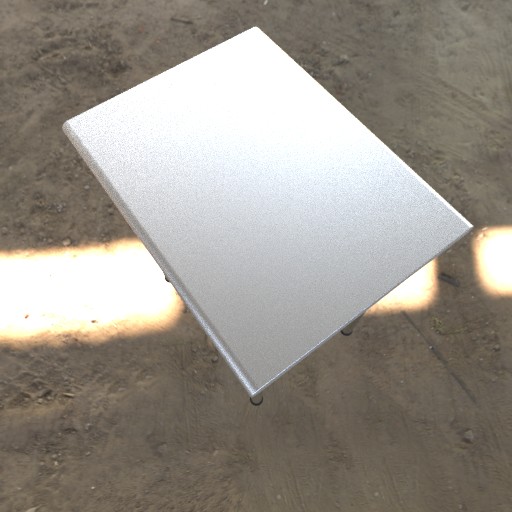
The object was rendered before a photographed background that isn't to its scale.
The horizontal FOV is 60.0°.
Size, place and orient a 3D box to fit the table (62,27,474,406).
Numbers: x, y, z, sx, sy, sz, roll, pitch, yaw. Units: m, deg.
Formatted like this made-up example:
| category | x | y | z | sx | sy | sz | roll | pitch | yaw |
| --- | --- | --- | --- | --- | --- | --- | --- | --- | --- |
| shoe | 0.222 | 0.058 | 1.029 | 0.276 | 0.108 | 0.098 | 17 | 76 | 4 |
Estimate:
| category | x | y | z | sx | sy | sz | roll | pitch | yaw |
| --- | --- | --- | --- | --- | --- | --- | --- | --- | --- |
| table | 0.000 | 0.000 | 1.378 | 0.584 | 0.876 | 0.762 | -34 | 69 | -15 |
